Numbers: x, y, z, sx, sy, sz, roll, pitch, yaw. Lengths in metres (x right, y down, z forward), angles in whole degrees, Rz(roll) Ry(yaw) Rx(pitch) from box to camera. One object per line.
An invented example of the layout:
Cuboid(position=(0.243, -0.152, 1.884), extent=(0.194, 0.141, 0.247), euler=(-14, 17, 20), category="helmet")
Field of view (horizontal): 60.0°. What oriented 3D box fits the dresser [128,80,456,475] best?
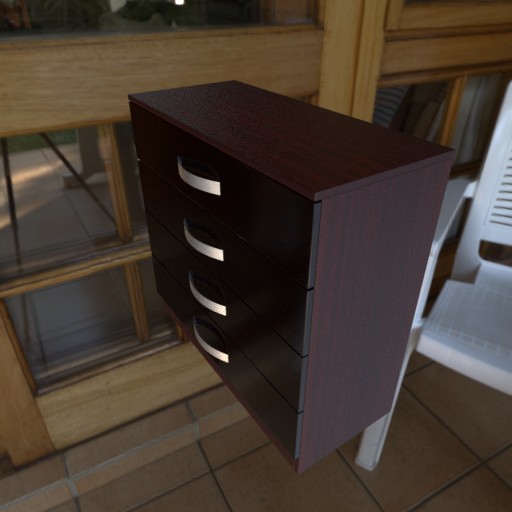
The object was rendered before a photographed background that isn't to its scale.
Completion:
Cuboid(position=(0.000, 0.000, 1.167), extent=(0.360, 0.720, 0.750), euler=(-20, 38, -28), category="dresser")
